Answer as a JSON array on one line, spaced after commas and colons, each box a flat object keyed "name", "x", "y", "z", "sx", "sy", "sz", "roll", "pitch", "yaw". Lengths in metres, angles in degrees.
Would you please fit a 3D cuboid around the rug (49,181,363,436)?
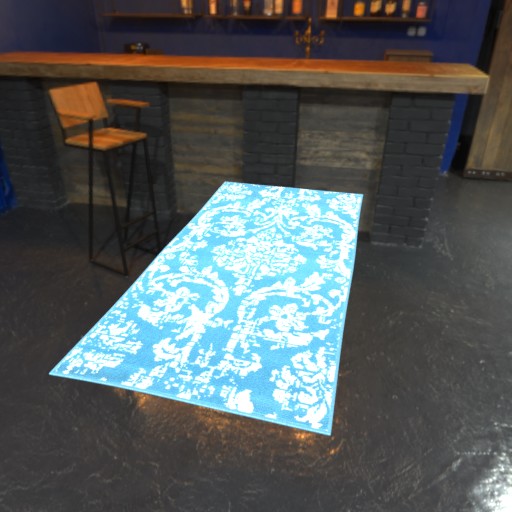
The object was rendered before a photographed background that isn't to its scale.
[{"name": "rug", "x": 0.000, "y": 0.000, "z": 1.395, "sx": 0.604, "sy": 0.007, "sz": 1.219, "roll": 7, "pitch": 31, "yaw": 13}]
